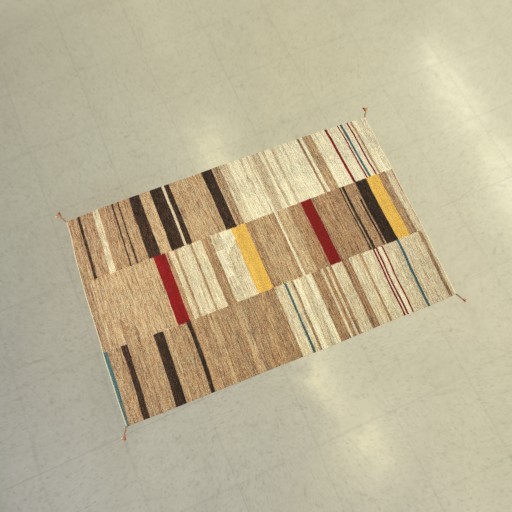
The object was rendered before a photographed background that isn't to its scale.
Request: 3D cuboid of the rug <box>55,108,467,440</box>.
[{"bbox_3d":[0.000,0.000,2.382,1.918,0.007,1.268,-20,75,-6],"label":"rug"}]
